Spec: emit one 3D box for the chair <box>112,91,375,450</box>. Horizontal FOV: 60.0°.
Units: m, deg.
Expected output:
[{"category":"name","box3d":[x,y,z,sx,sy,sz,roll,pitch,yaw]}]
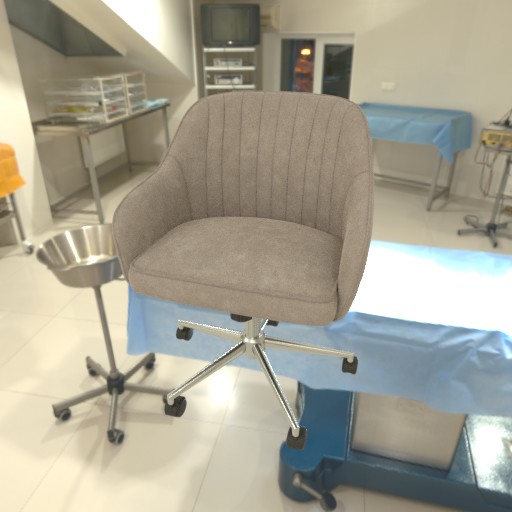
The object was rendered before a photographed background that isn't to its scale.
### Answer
[{"category":"chair","box3d":[0.000,0.000,1.270,0.635,0.831,0.573,8,28,16]}]
